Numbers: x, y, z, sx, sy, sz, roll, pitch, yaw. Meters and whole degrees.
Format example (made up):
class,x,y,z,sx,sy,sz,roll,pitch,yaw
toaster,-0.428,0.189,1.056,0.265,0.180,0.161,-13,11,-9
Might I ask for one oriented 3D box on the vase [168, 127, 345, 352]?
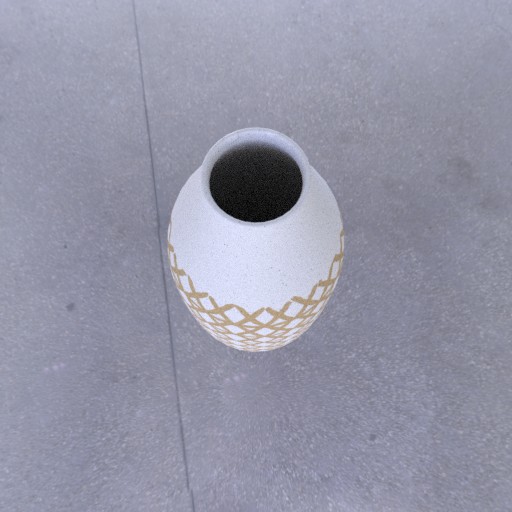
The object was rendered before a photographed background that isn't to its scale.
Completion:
class,x,y,z,sx,sy,sz,roll,pitch,yaw
vase,0.000,0.000,0.480,0.186,0.380,0.186,0,73,0
